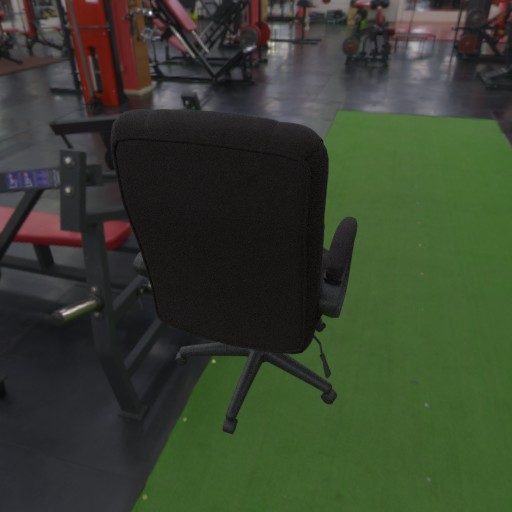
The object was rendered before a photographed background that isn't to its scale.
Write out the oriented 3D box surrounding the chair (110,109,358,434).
[{"bbox_3d":[0.000,0.000,1.500,0.667,1.105,0.724,10,33,16],"label":"chair"}]
